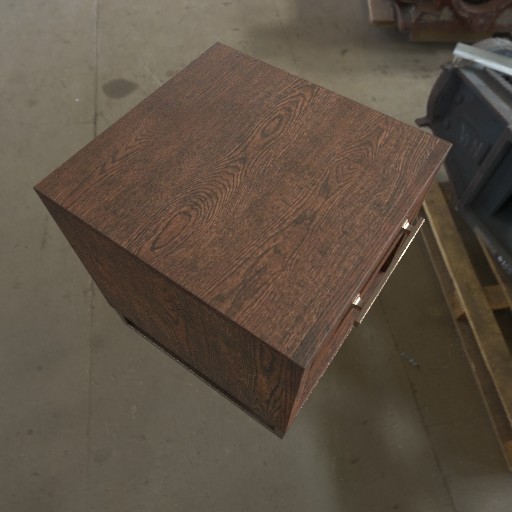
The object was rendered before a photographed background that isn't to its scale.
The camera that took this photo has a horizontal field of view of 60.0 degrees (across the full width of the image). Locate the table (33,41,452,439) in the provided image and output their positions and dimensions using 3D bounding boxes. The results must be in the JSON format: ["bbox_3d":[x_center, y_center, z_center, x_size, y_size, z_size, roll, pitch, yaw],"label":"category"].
[{"bbox_3d":[0.000,0.000,1.016,0.566,0.582,0.506,31,63,18],"label":"table"}]
